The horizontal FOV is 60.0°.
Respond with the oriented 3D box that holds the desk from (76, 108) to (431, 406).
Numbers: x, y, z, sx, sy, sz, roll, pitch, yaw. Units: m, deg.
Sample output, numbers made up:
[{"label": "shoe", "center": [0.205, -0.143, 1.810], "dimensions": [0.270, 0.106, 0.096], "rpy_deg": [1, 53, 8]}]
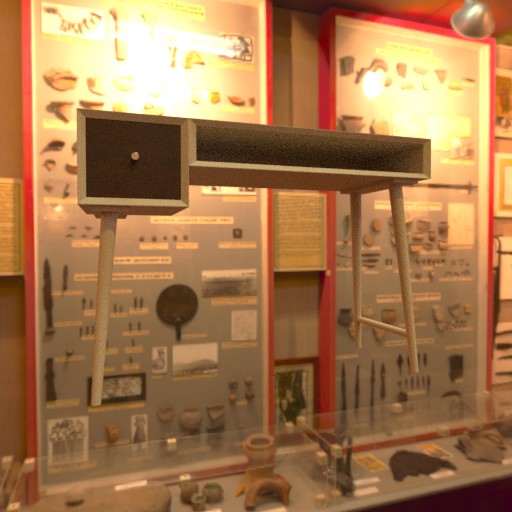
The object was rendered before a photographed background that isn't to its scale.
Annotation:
[{"label": "desk", "center": [0.000, 0.000, 1.468], "dimensions": [1.069, 0.761, 0.409], "rpy_deg": [0, 2, -18]}]
